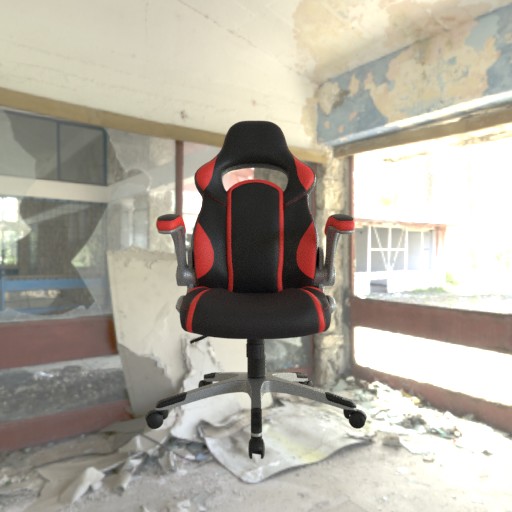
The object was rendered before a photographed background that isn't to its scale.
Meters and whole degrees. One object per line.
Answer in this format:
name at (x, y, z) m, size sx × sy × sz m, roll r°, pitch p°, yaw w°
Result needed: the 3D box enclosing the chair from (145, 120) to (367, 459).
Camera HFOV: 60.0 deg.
chair at (0.000, 0.000, 1.607) m, size 0.758 × 1.165 × 0.712 m, roll 0°, pitch 0°, yaw 0°
